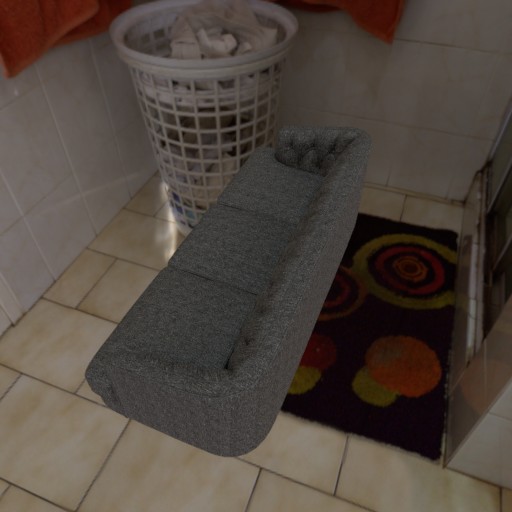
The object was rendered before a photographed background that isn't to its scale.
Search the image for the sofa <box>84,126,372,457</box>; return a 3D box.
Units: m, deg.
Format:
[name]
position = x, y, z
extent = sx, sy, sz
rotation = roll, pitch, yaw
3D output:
[sofa]
position = 0.000, 0.000, 2.798
extent = 0.941, 0.855, 2.278
rotation = 17, 48, 16
